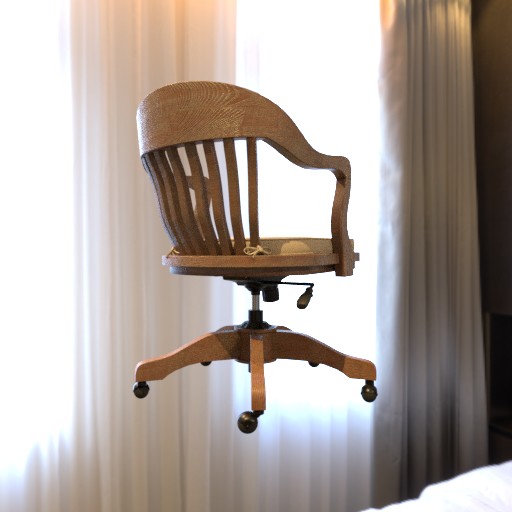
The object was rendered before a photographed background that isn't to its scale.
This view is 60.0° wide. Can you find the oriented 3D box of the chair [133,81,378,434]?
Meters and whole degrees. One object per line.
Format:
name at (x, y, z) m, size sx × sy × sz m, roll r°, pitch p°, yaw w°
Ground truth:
chair at (0.000, 0.000, 1.455) m, size 0.750 × 0.878 × 0.788 m, roll 0°, pitch 0°, yaw 35°
